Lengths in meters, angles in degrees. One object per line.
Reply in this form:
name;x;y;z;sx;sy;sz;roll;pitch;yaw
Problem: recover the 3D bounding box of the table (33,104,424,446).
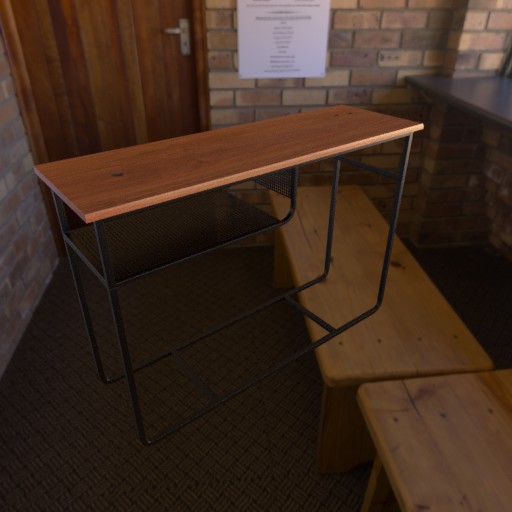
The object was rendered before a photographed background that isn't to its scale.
table;0.000;0.000;1.441;1.100;0.750;0.350;-22;37;-32
